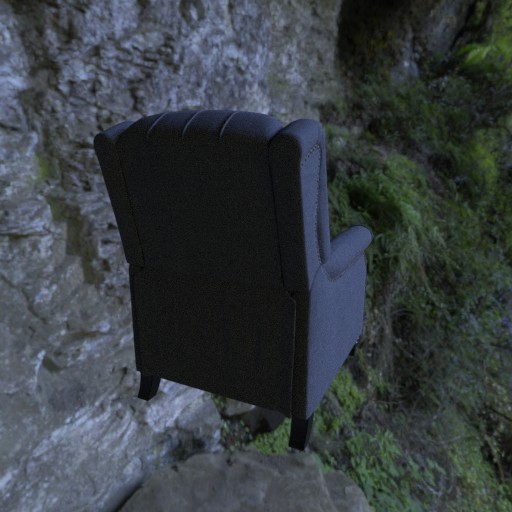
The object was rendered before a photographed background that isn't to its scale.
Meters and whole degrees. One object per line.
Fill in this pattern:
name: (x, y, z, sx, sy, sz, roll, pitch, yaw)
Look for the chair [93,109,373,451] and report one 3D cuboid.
chair: (0.000, 0.000, 1.688, 0.742, 1.035, 0.898, 8, 17, 25)
